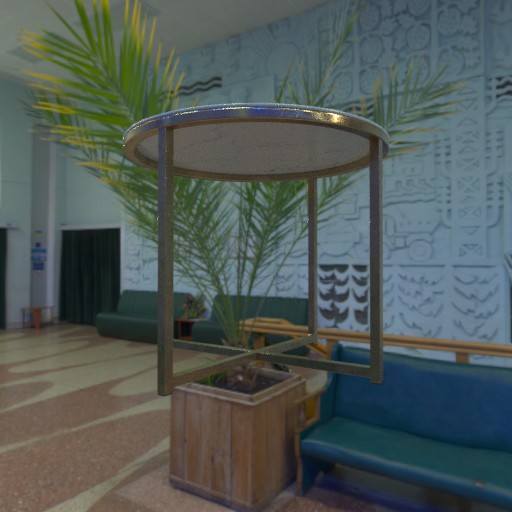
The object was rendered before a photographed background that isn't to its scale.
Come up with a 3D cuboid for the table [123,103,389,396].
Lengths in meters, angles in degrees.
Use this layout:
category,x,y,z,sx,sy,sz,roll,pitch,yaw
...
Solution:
category,x,y,z,sx,sy,sz,roll,pitch,yaw
table,0.000,0.000,0.865,0.500,0.420,0.500,0,-1,0
